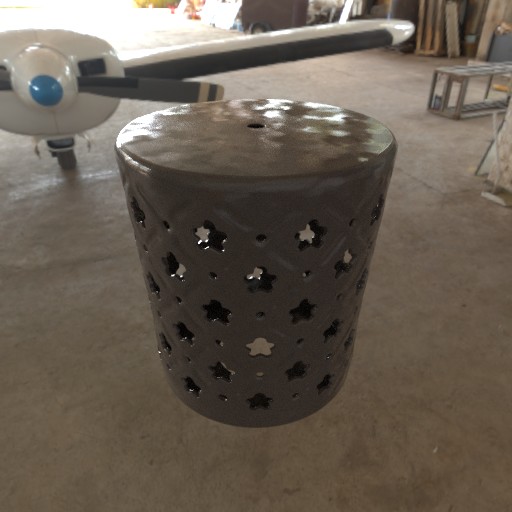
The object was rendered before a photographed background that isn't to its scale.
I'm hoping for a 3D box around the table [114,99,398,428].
[{"bbox_3d":[0.000,0.000,0.662,0.352,0.387,0.352,0,31,0],"label":"table"}]
